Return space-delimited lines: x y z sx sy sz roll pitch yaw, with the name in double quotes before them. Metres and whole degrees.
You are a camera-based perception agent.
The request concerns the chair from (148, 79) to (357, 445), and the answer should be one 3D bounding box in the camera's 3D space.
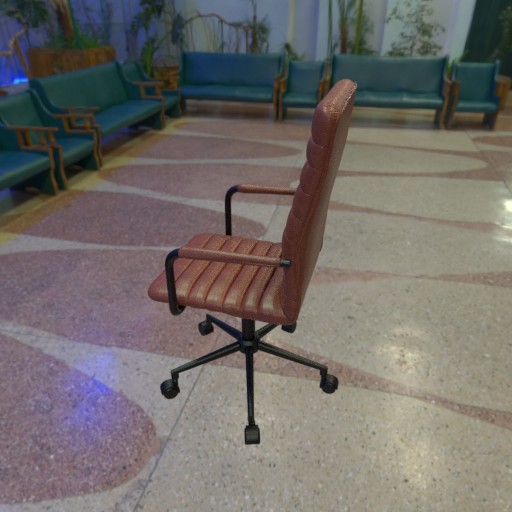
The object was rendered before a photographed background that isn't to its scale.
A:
"chair" 0.000 0.000 1.343 0.580 0.979 0.608 8 31 14
